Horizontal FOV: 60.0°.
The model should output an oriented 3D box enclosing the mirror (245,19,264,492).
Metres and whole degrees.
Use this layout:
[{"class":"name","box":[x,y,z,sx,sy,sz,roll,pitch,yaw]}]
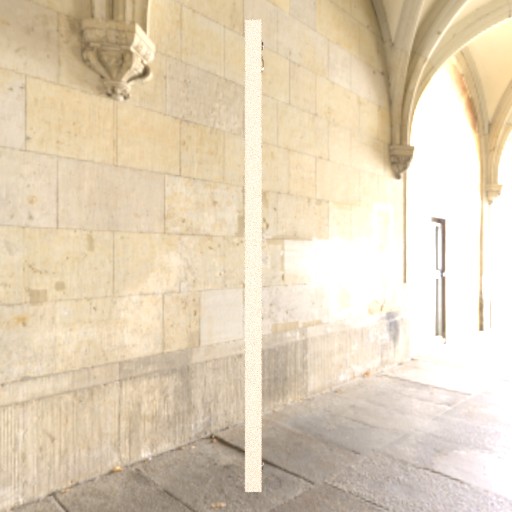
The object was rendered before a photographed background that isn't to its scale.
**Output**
[{"class":"mirror","box":[0.000,0.000,1.334,0.040,1.016,0.762,0,0,1]}]
